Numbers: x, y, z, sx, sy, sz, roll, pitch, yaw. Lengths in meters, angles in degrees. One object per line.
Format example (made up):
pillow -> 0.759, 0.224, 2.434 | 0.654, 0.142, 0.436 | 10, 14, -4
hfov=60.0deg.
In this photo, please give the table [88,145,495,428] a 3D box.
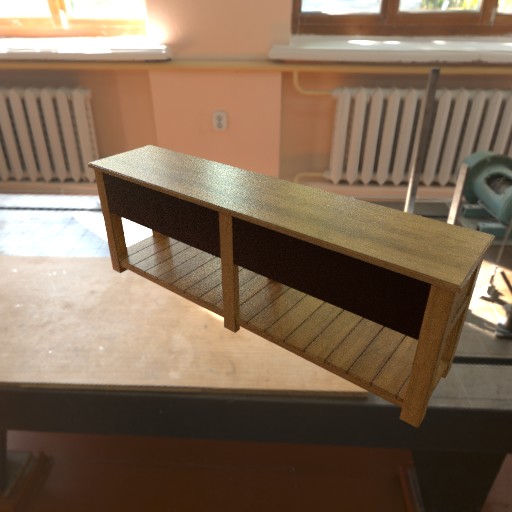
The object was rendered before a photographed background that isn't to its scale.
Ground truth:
table -> 0.000, 0.000, 2.056 | 1.815, 0.635, 0.425 | 21, 36, 32
